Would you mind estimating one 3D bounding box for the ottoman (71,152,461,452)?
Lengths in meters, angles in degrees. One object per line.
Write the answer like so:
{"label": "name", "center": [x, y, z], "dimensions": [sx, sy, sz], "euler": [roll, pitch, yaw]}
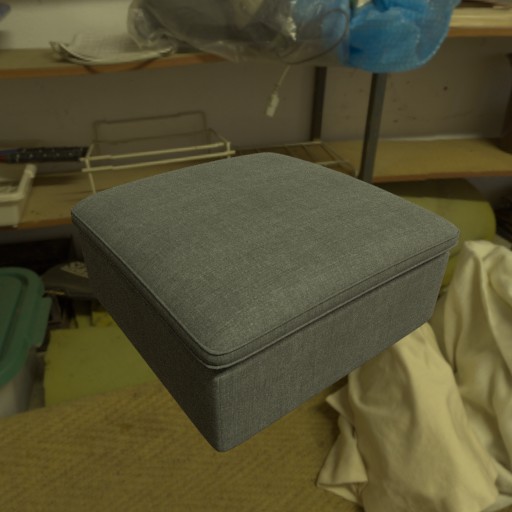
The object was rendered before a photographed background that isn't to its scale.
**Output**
{"label": "ottoman", "center": [0.000, 0.000, 1.723], "dimensions": [1.067, 0.559, 1.067], "euler": [-21, 37, -31]}
